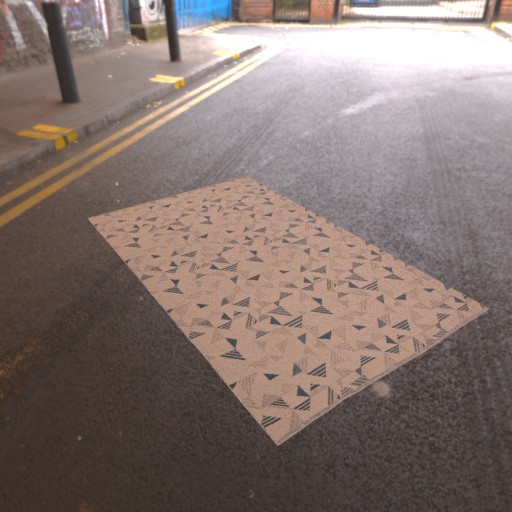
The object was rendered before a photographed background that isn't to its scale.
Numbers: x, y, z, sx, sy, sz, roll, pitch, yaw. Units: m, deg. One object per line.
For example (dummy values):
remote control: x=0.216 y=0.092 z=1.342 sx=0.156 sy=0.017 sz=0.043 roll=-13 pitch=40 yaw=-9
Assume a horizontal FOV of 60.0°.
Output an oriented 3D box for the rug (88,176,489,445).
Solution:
rug: x=0.000 y=0.000 z=2.994 sx=1.512 sy=0.009 sz=2.457 roll=-20 pitch=37 yaw=-29
